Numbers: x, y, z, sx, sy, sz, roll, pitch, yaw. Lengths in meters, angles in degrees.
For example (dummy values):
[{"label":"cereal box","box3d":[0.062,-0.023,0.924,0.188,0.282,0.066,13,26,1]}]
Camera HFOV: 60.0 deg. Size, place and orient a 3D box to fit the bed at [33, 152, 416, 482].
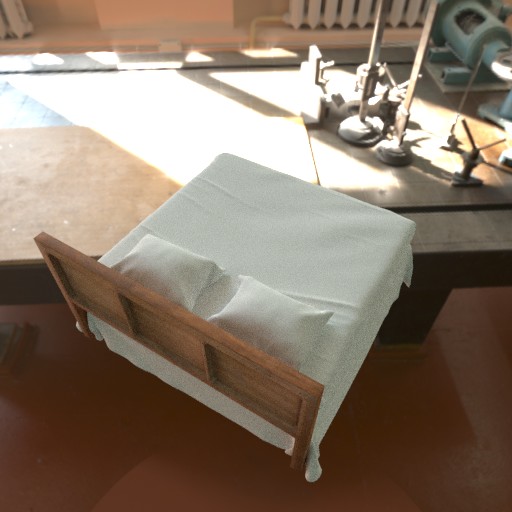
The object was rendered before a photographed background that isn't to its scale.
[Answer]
[{"label":"bed","box3d":[0.000,0.000,3.489,2.255,1.158,2.165,25,52,21]}]
